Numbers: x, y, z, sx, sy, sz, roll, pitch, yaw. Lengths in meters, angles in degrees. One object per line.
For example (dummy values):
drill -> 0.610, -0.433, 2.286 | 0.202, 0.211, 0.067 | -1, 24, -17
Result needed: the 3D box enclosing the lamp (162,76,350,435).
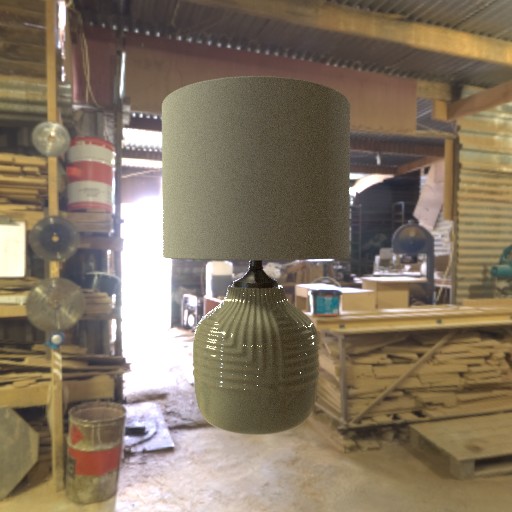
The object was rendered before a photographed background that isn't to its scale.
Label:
lamp -> 0.000, 0.000, 0.769 | 0.318, 0.567, 0.318 | 0, 1, 0
